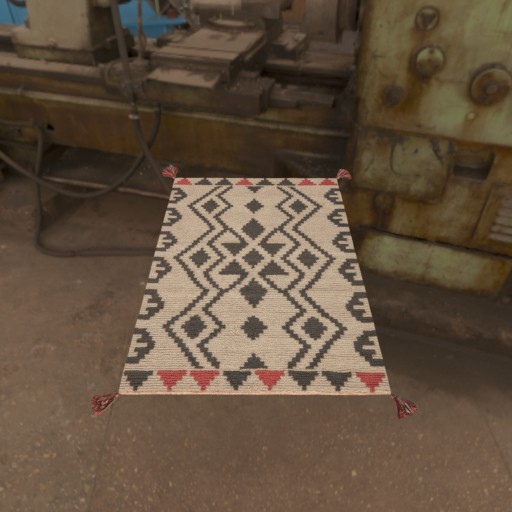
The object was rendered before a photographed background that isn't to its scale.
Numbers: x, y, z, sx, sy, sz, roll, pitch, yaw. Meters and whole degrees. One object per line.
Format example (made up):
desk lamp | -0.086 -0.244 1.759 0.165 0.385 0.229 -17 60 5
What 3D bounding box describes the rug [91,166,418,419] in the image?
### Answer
rug | 0.000 0.000 2.650 1.444 0.067 2.069 0 41 0
